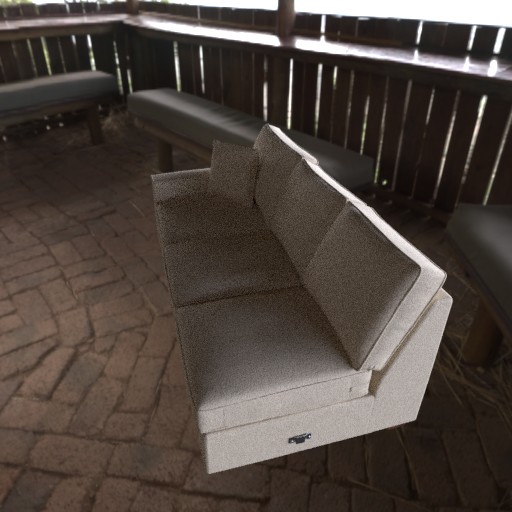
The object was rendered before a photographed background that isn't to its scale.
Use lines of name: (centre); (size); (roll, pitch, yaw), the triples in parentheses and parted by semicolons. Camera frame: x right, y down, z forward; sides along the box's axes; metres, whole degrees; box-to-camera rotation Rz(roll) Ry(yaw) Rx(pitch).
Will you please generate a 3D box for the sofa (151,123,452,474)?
sofa: (0.000, 0.000, 2.507); (1.034, 0.946, 1.962); (-9, 33, -13)
